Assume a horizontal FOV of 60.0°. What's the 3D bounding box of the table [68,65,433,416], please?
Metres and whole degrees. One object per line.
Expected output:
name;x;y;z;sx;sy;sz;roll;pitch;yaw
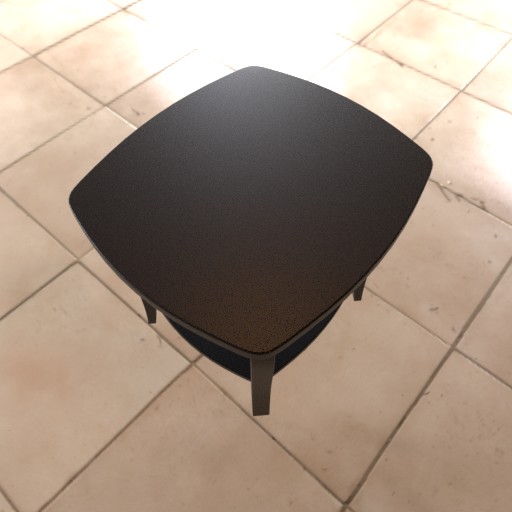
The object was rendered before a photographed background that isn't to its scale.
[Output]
table;0.000;0.000;0.885;0.457;0.457;0.508;36;64;20
